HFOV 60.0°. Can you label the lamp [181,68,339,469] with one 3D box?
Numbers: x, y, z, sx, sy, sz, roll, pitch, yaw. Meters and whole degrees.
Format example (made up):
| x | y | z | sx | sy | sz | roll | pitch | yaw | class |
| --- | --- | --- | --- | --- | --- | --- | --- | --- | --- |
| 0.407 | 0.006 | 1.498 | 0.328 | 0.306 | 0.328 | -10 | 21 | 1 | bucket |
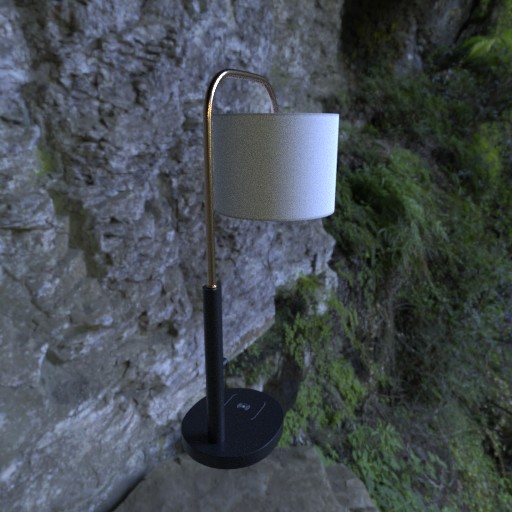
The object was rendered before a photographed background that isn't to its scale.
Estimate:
| x | y | z | sx | sy | sz | roll | pitch | yaw | class |
| --- | --- | --- | --- | --- | --- | --- | --- | --- | --- |
| 0.000 | 0.000 | 0.706 | 0.199 | 0.540 | 0.337 | 8 | 18 | 25 | lamp |
